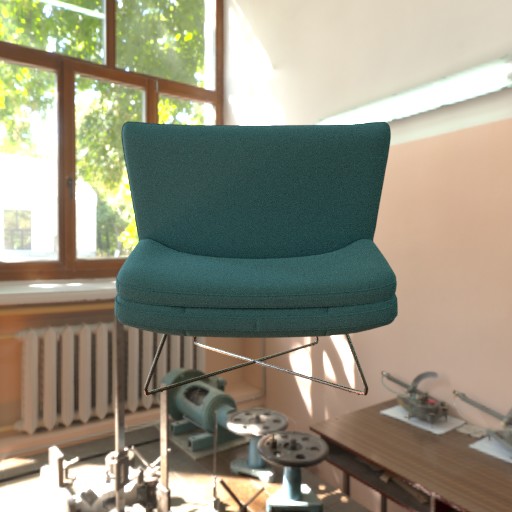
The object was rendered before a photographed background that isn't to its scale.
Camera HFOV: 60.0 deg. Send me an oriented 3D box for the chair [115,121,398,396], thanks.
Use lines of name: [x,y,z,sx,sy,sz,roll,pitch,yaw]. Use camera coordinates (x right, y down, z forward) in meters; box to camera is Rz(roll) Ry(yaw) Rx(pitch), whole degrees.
chair: [0.000,0.000,1.638,0.859,0.855,1.008,0,1,0]
